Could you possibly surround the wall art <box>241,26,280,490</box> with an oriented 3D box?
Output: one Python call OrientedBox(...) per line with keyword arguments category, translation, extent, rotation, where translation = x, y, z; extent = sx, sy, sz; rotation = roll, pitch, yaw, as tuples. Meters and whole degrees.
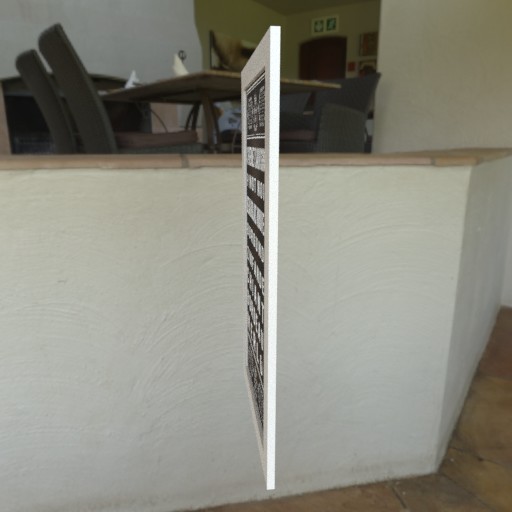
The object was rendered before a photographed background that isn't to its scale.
OrientedBox(category="wall art", translation=(0.000, 0.000, 0.814), extent=(0.013, 0.683, 0.380), rotation=(-2, 15, -7))
